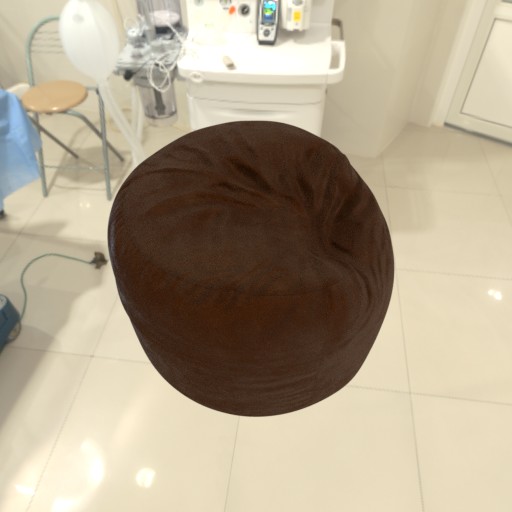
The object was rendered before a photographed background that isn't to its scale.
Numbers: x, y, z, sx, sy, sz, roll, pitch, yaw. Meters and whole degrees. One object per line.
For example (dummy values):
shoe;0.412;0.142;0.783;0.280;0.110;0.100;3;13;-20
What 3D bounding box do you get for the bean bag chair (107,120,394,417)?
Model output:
bean bag chair;0.000;0.000;1.496;0.918;0.616;0.918;0;47;0
